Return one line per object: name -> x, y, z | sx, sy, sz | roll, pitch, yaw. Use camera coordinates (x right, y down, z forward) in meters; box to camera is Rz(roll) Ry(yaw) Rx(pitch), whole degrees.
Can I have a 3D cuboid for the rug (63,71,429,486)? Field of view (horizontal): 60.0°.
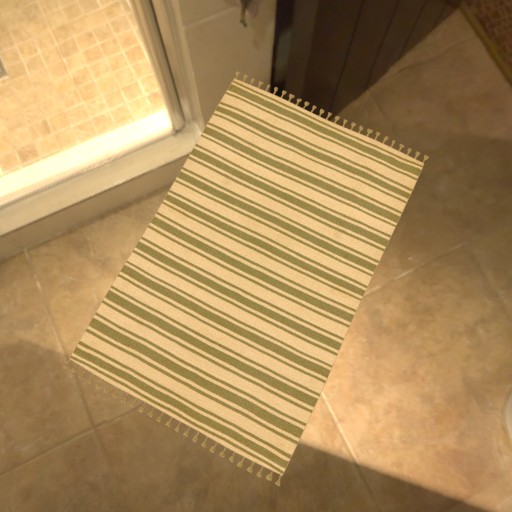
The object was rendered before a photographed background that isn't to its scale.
rug -> 0.000, 0.000, 2.987 | 1.540, 0.018, 2.435 | 26, 78, 6
